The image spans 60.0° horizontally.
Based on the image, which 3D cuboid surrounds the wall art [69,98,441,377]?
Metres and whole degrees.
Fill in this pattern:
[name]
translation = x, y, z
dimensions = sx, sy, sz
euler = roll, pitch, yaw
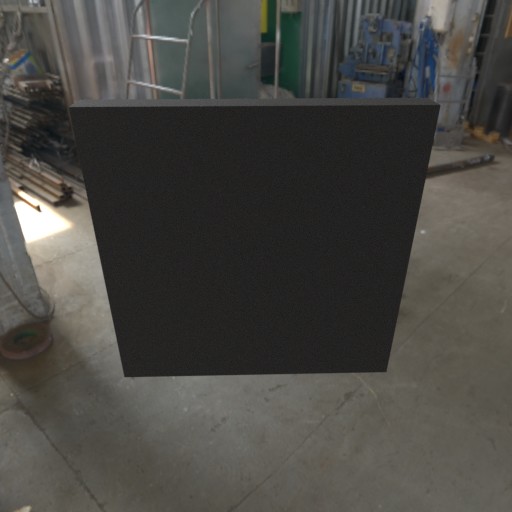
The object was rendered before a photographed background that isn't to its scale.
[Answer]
[wall art]
translation = 0.000, 0.000, 0.456
dimensions = 0.308, 0.305, 0.030
euler = -1, 30, -1
